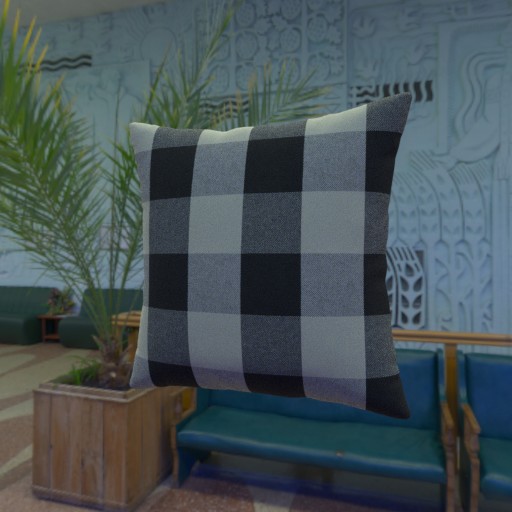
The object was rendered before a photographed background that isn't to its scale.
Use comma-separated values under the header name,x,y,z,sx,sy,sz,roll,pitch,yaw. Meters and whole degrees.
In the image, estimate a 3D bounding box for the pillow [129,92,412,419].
name,x,y,z,sx,sy,sz,roll,pitch,yaw
pillow,0.000,0.000,0.770,0.511,0.509,0.161,0,0,19
